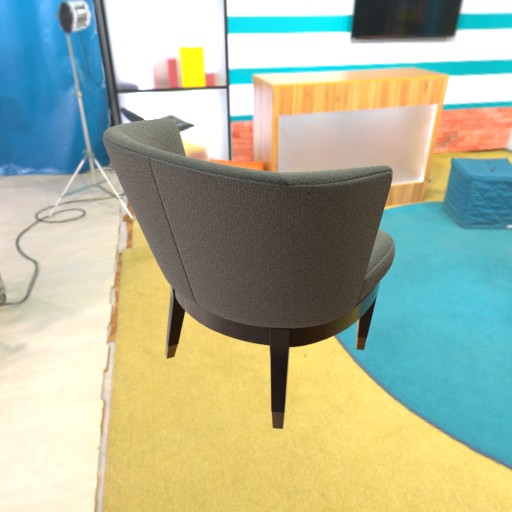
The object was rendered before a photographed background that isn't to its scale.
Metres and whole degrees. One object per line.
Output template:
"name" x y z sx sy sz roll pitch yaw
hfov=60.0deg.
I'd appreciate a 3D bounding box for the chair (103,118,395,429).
"chair" 0.000 0.000 1.268 0.700 0.760 0.660 22 37 33
